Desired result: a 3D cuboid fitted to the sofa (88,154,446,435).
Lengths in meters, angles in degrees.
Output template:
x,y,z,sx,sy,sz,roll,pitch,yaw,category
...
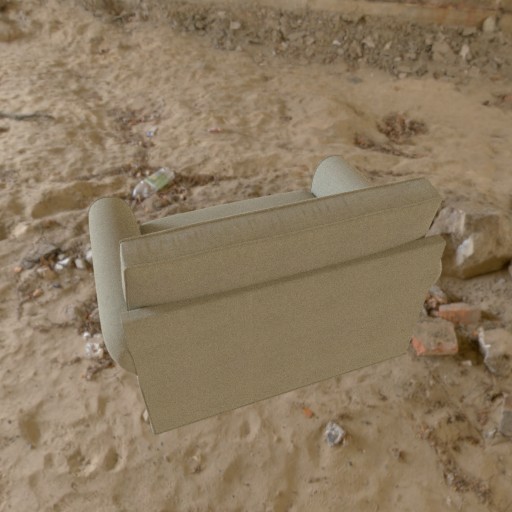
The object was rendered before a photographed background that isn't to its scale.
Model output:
x,y,z,sx,sy,sz,roll,pitch,yaw,category
0.000,0.000,2.060,1.405,0.991,0.936,-13,43,-14,sofa
